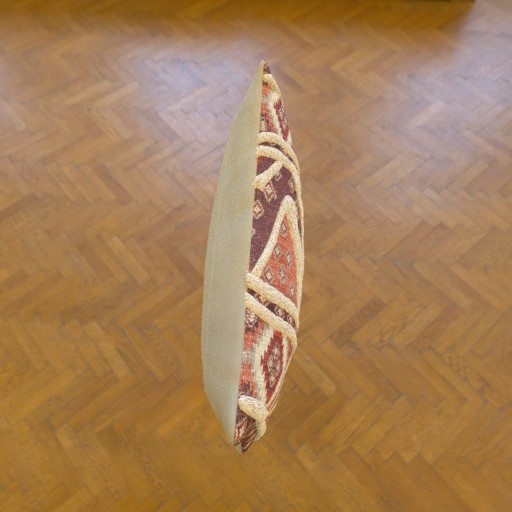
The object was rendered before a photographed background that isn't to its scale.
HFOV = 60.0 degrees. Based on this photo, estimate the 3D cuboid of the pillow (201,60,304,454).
[{"bbox_3d":[0.000,0.000,0.739,0.161,0.295,0.608,3,62,2],"label":"pillow"}]
